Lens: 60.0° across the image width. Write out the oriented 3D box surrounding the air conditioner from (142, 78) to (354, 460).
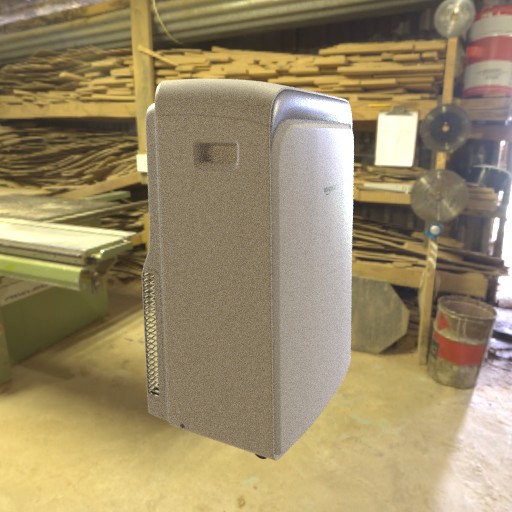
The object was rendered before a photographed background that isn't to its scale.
[{"bbox_3d":[0.000,0.000,0.969,0.365,0.700,0.454,8,17,28],"label":"air conditioner"}]
